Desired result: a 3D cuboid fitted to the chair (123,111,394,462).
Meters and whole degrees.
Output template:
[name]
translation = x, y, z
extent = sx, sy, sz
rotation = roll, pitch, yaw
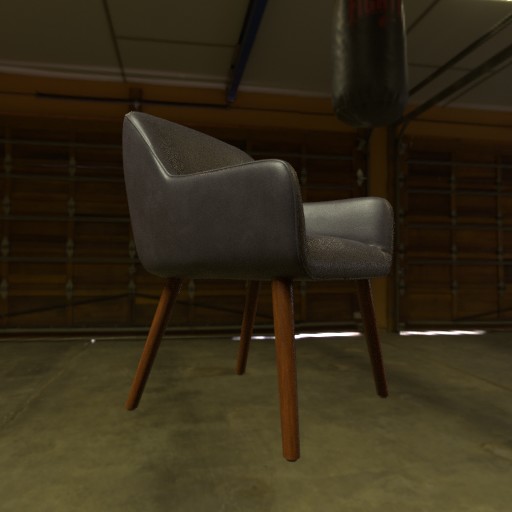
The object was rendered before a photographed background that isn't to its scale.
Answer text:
[chair]
translation = 0.000, 0.000, 1.260
extent = 0.610, 0.828, 0.610
rotation = -1, -2, 35
